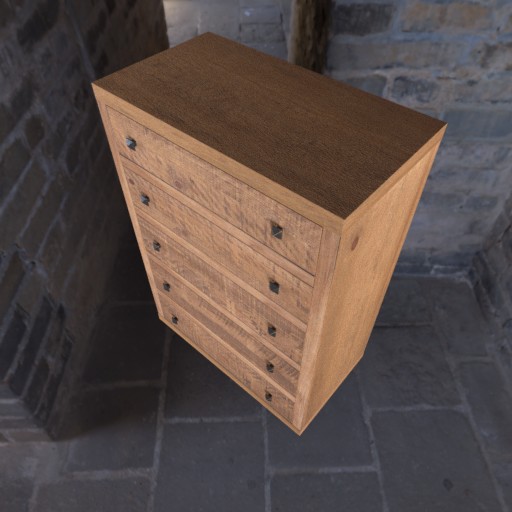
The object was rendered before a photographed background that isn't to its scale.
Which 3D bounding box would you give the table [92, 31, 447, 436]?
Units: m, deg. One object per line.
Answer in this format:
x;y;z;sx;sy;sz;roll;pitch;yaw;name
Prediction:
0.000;0.000;1.732;0.901;1.294;0.524;33;56;26;table
